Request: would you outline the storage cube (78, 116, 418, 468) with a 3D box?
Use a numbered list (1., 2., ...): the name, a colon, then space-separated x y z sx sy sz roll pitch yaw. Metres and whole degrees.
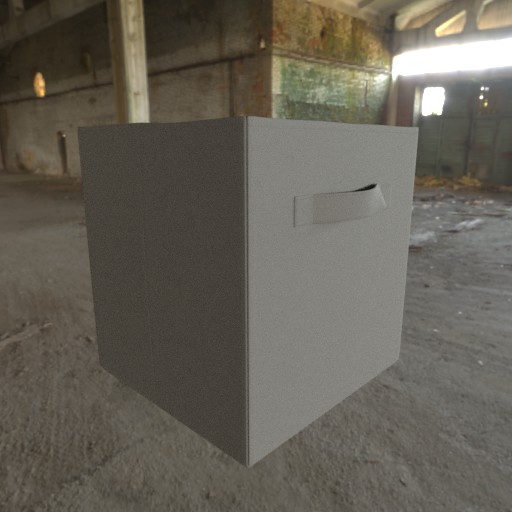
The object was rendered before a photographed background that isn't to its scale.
1. storage cube: 0.000 0.000 0.500 0.270 0.280 0.270 13 19 42
